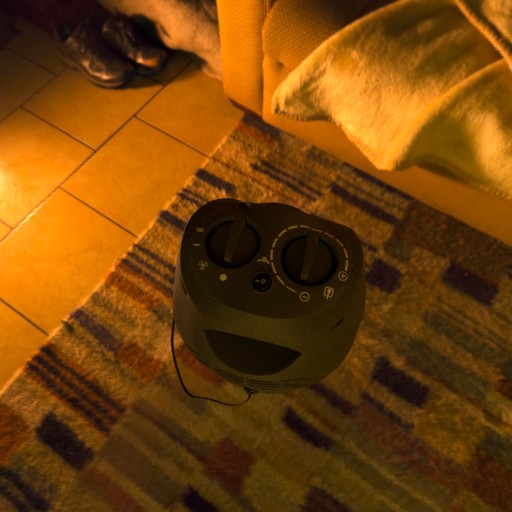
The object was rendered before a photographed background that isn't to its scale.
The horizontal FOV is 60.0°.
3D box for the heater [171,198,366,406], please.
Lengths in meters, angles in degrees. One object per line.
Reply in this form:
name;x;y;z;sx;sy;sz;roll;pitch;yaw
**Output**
heater;0.000;0.000;0.486;0.239;0.255;0.291;12;64;6
